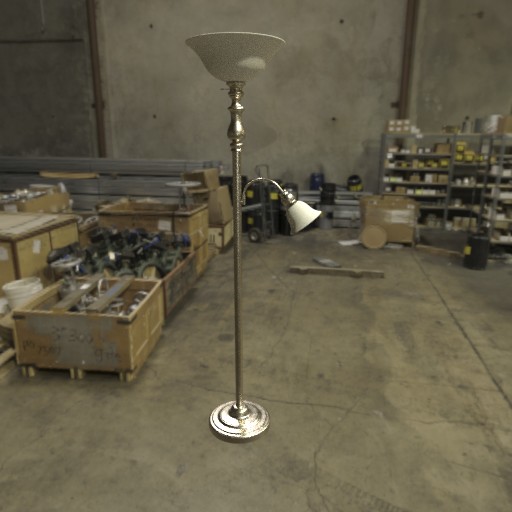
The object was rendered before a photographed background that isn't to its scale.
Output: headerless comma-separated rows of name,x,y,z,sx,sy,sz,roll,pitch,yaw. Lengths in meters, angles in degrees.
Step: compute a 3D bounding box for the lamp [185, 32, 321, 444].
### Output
lamp,0.000,0.000,2.025,0.575,1.785,0.405,2,15,9
